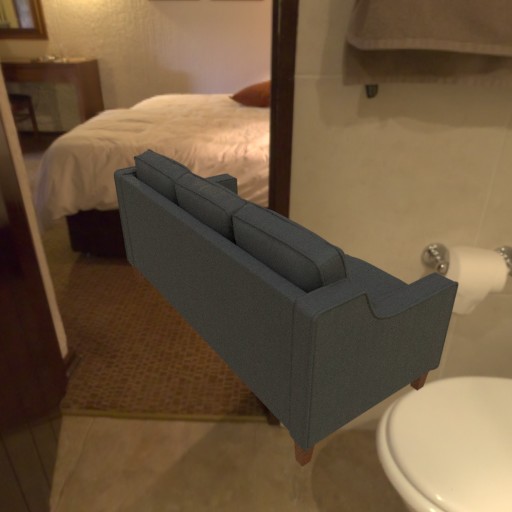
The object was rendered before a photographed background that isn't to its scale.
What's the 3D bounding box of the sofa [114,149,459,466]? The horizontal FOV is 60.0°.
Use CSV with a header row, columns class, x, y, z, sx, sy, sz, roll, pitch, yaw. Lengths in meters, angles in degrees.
class,x,y,z,sx,sy,sz,roll,pitch,yaw
sofa,0.000,0.000,2.580,0.911,0.974,1.986,-18,33,-30
